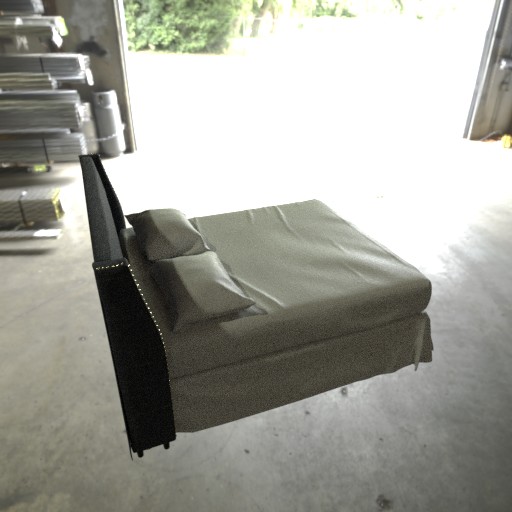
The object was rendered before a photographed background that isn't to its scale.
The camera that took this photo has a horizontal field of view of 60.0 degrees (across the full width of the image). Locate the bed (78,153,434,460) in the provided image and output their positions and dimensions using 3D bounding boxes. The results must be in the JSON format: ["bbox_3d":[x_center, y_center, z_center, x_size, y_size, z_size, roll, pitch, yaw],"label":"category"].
[{"bbox_3d":[0.000,0.000,3.368,2.276,1.332,1.925,-11,31,-18],"label":"bed"}]
